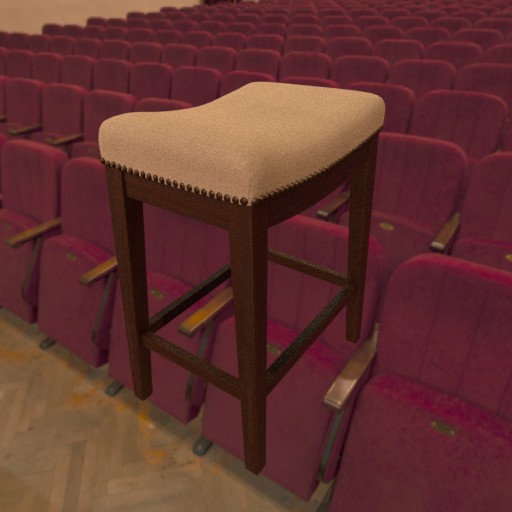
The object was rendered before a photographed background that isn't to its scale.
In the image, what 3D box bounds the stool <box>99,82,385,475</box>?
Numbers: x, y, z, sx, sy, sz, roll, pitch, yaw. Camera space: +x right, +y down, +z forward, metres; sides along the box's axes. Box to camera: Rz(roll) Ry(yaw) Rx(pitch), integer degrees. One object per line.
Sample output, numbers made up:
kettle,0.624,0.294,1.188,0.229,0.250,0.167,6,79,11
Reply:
stool,0.000,0.000,0.992,0.363,0.669,0.509,20,36,30
